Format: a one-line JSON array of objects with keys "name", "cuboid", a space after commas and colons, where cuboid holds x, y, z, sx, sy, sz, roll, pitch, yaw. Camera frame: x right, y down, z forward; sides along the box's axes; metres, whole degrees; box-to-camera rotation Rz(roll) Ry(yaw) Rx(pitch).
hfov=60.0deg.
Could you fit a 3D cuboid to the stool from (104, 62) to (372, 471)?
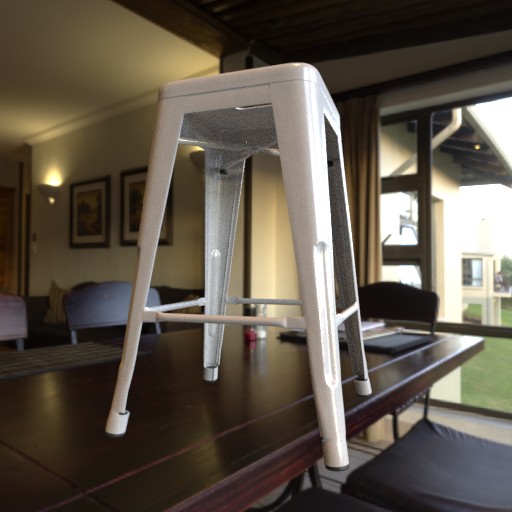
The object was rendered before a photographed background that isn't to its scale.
[{"name": "stool", "cuboid": [0.000, 0.000, 0.867, 0.406, 0.610, 0.406, 0, -1, 19]}]
